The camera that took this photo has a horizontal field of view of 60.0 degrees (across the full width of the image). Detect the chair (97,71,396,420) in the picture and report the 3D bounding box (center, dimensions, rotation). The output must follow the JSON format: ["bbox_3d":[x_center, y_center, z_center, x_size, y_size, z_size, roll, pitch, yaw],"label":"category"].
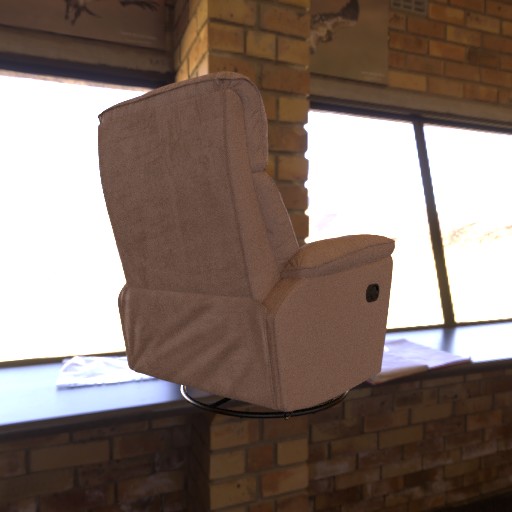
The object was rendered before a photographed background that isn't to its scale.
[{"bbox_3d":[0.000,0.000,1.686,0.820,1.037,1.004,1,2,37],"label":"chair"}]
